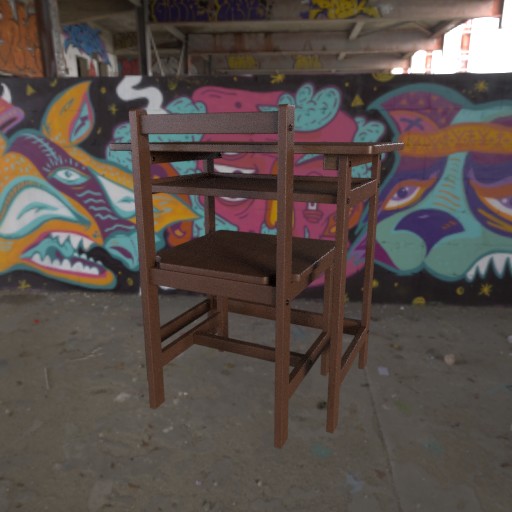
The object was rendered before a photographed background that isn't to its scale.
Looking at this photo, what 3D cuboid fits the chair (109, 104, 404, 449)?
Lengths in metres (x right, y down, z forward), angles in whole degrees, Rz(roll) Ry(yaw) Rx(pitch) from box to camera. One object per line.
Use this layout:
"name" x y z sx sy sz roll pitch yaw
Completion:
"chair" 0.000 0.000 1.092 0.599 0.673 0.463 7 17 25
